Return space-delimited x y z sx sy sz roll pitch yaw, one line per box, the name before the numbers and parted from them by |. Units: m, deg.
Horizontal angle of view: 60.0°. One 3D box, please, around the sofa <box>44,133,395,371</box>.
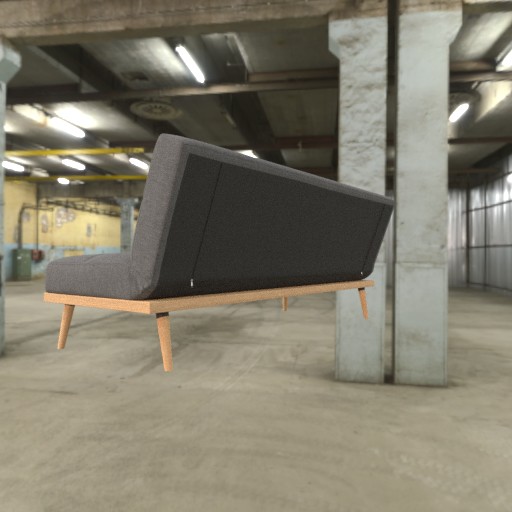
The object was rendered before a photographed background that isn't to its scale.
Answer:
sofa | 0.000 0.000 2.273 0.820 0.770 1.820 0 0 37
